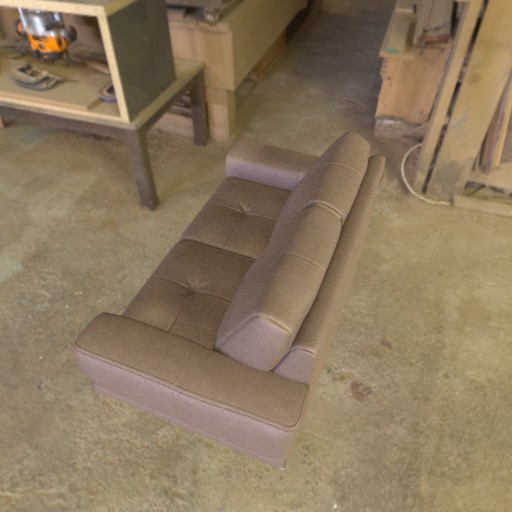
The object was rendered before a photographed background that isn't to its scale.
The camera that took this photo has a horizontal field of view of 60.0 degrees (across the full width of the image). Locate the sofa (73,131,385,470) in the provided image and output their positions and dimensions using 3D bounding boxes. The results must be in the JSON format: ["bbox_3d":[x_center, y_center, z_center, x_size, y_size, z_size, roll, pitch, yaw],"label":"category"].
[{"bbox_3d":[0.000,0.000,2.361,1.018,0.907,1.806,16,48,15],"label":"sofa"}]
